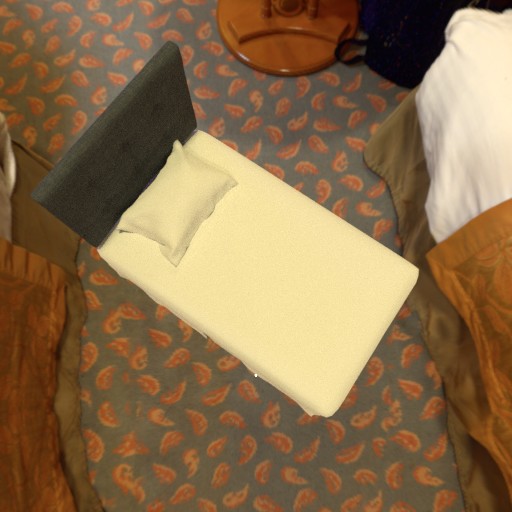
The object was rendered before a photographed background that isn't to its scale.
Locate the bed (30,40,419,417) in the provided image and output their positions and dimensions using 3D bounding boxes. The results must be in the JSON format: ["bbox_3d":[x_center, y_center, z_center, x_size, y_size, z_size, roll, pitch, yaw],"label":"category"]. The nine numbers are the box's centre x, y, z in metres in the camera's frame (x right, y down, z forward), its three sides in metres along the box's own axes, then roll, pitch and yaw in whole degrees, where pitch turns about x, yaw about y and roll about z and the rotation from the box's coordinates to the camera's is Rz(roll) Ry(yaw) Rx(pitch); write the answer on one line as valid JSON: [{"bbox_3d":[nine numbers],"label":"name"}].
[{"bbox_3d":[0.000,0.000,2.919,1.997,1.571,1.261,34,78,9],"label":"bed"}]
